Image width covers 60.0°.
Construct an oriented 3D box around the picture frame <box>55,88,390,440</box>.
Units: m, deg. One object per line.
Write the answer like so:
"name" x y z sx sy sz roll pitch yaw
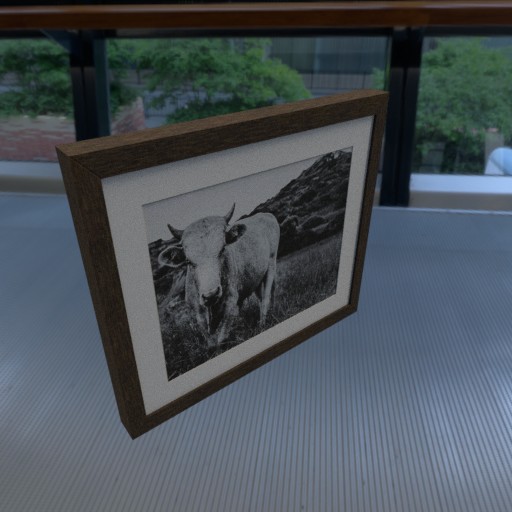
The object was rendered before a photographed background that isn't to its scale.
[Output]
"picture frame" 0.000 0.000 0.525 0.378 0.330 0.033 -22 38 -32
